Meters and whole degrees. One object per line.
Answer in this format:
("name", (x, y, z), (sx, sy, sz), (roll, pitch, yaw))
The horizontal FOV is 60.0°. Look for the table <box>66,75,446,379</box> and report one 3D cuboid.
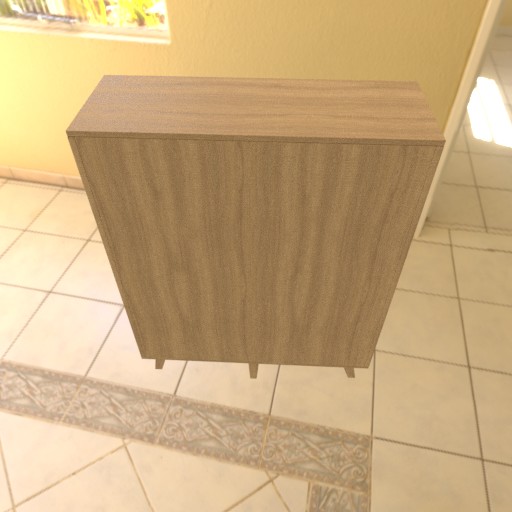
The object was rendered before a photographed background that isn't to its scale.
("table", (0.000, 0.000, 1.921), (1.111, 1.388, 0.398), (2, 45, 2))
